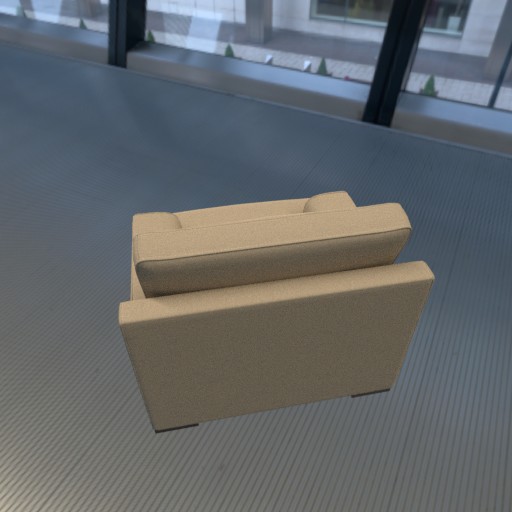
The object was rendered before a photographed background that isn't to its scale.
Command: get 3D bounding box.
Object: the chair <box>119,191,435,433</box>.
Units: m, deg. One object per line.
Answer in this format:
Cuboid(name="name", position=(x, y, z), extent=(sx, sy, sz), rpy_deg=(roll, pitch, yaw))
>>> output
Cuboid(name="chair", position=(0.000, 0.000, 2.168), extent=(1.293, 1.005, 1.274), rpy_deg=(-13, 43, -14))
